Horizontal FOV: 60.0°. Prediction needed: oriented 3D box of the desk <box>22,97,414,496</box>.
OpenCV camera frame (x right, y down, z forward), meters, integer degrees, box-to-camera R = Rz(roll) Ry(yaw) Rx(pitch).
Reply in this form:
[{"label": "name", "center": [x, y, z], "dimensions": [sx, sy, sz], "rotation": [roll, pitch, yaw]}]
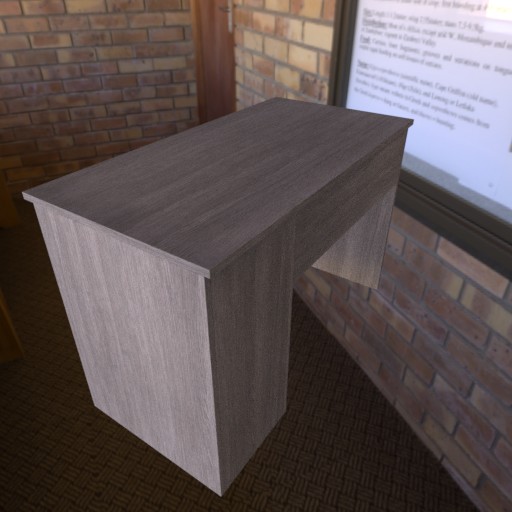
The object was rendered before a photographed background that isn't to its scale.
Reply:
[{"label": "desk", "center": [0.000, 0.000, 1.471], "dimensions": [0.560, 0.735, 1.097], "rotation": [21, 38, 28]}]
